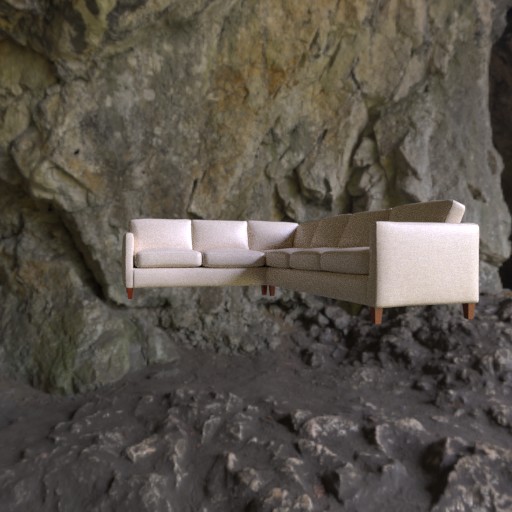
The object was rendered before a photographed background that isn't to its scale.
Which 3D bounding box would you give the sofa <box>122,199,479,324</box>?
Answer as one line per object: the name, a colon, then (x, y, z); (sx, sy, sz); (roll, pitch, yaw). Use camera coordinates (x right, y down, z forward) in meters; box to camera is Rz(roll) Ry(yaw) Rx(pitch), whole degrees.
sofa: (0.000, 0.000, 4.504); (2.593, 0.947, 3.302); (0, 0, -17)
